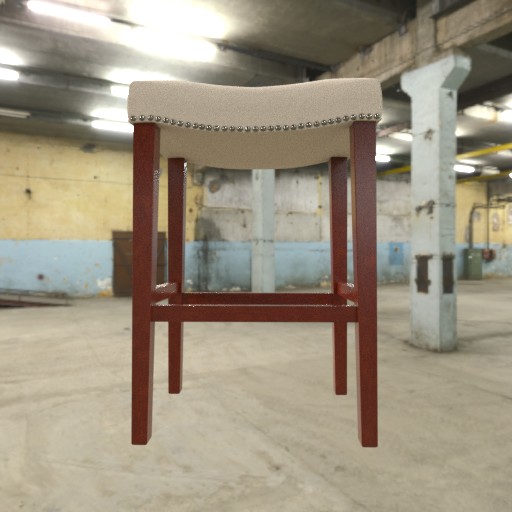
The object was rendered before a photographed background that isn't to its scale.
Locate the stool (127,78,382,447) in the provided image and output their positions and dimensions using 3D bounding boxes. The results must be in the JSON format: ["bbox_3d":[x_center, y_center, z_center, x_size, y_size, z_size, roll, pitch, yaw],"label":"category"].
[{"bbox_3d":[0.000,0.000,1.043,0.504,0.742,0.372,0,0,1],"label":"stool"}]
